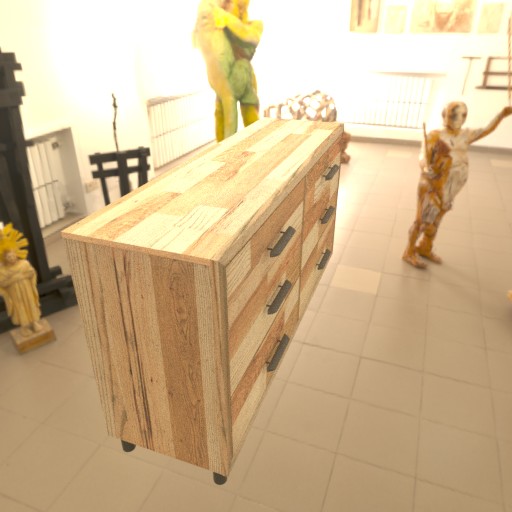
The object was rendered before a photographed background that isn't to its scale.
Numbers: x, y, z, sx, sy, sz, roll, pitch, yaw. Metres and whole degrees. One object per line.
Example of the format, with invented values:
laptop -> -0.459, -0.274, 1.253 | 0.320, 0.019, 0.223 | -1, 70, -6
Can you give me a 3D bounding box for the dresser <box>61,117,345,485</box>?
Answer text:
dresser -> 0.000, 0.000, 1.891 | 0.487, 0.834, 1.547 | 10, 30, 18
